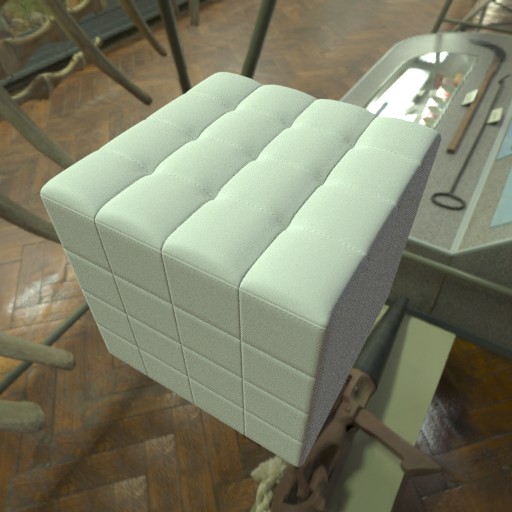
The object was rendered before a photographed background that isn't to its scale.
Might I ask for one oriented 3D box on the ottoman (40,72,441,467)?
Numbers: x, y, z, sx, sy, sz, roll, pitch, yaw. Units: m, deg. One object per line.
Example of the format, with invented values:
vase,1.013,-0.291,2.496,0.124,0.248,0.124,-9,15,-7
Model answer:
ottoman,0.000,0.000,0.779,0.425,0.432,0.425,23,50,21
